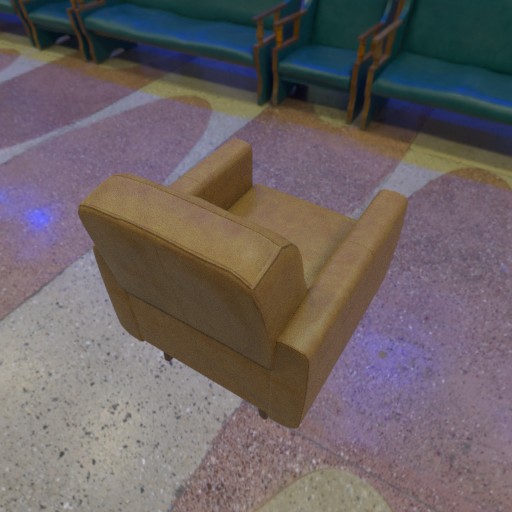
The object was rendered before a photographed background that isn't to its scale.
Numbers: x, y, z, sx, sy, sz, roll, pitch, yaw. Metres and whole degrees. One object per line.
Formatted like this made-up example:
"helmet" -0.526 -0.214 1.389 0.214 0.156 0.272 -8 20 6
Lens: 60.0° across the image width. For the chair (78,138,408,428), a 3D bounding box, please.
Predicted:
"chair" 0.000 0.000 1.686 0.845 0.968 0.942 24 50 22
